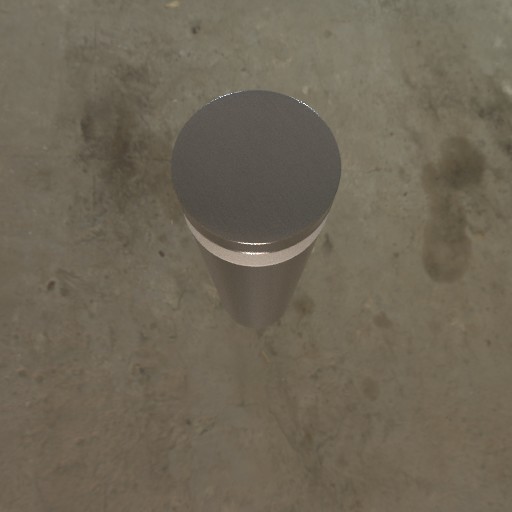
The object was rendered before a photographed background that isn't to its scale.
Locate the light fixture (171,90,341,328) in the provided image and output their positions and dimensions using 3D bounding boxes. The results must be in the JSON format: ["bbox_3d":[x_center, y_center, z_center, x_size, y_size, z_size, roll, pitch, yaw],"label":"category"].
[{"bbox_3d":[0.000,0.000,0.452,0.102,0.400,0.102,-32,77,-9],"label":"light fixture"}]
